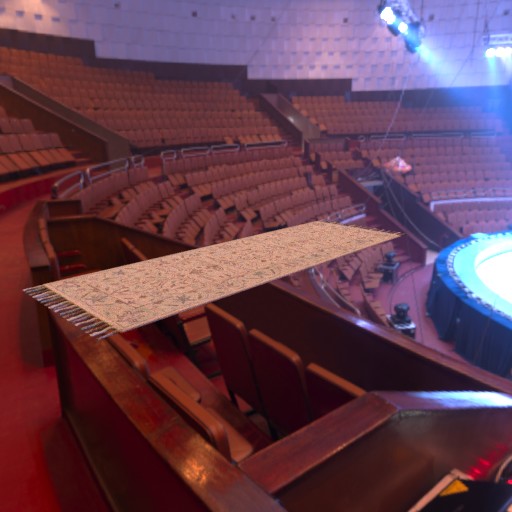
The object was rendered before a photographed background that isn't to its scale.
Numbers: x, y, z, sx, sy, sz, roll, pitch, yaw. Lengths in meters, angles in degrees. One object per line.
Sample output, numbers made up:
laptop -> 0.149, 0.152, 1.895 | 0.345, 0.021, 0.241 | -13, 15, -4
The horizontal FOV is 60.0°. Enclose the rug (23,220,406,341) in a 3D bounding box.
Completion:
rug -> 0.000, 0.000, 2.711 | 0.769, 0.013, 2.440 | 15, 22, 42
